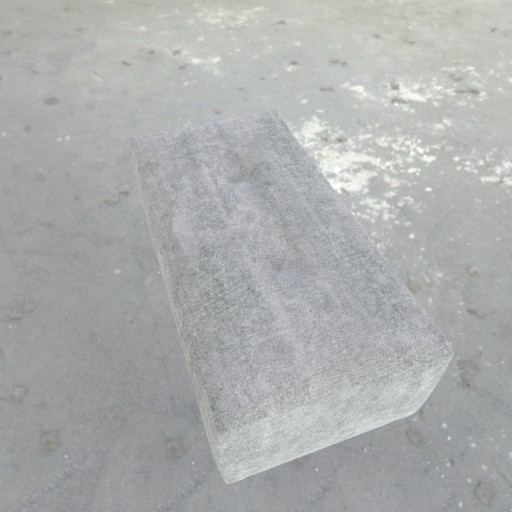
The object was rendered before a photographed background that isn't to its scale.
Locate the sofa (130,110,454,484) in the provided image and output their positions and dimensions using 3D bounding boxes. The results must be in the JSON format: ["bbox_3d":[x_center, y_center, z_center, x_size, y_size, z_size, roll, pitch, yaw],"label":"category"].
[{"bbox_3d":[0.000,0.000,1.143,0.480,0.330,0.930,-15,50,-13],"label":"sofa"}]
